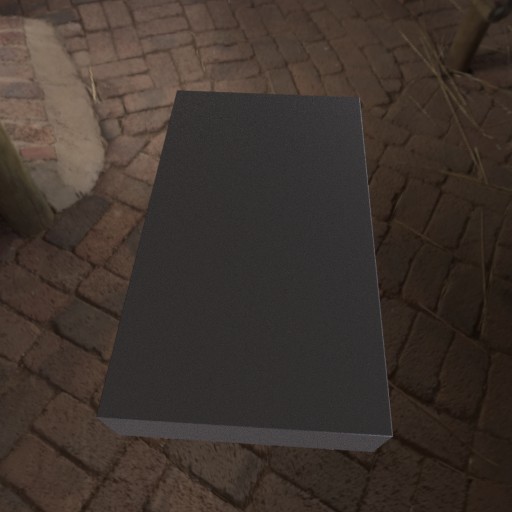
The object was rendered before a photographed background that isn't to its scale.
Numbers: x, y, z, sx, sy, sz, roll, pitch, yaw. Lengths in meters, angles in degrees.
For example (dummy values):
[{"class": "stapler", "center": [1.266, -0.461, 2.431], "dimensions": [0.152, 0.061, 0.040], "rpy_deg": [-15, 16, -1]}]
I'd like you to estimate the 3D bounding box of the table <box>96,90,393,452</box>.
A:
[{"class": "table", "center": [0.000, 0.000, 1.519], "dimensions": [0.703, 0.404, 1.201], "rpy_deg": [3, 57, 2]}]
